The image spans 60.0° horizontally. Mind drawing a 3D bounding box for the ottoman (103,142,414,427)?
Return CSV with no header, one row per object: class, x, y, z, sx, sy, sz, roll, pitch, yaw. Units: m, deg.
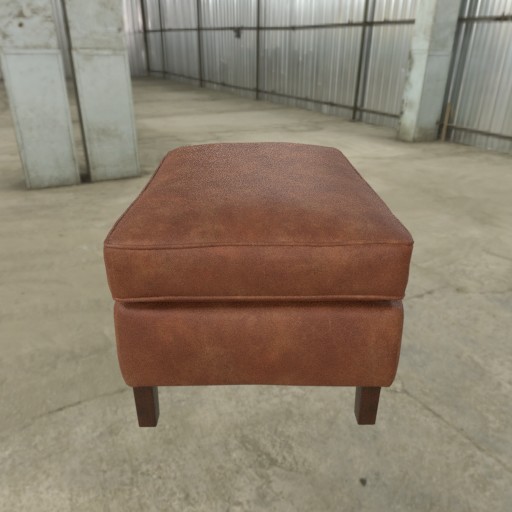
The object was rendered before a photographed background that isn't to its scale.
ottoman,0.000,0.000,1.002,0.501,0.418,0.665,0,26,-1
